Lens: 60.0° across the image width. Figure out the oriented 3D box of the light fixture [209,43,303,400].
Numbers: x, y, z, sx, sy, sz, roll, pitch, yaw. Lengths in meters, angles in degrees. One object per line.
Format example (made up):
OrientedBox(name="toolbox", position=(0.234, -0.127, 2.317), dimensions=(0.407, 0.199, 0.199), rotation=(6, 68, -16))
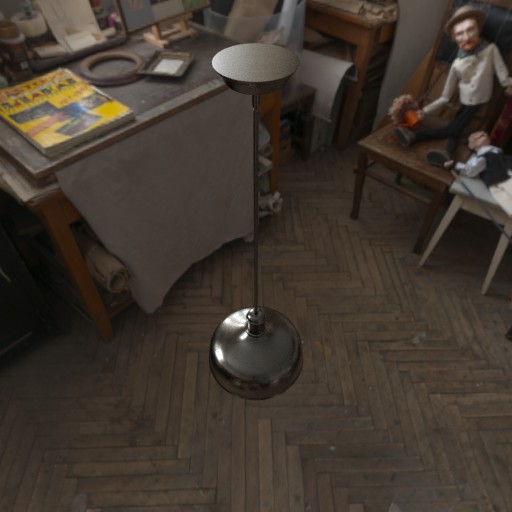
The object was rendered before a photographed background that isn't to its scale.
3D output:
OrientedBox(name="light fixture", position=(0.000, 0.000, 1.065), dimensions=(0.299, 0.935, 0.299), rotation=(3, 47, 3))
